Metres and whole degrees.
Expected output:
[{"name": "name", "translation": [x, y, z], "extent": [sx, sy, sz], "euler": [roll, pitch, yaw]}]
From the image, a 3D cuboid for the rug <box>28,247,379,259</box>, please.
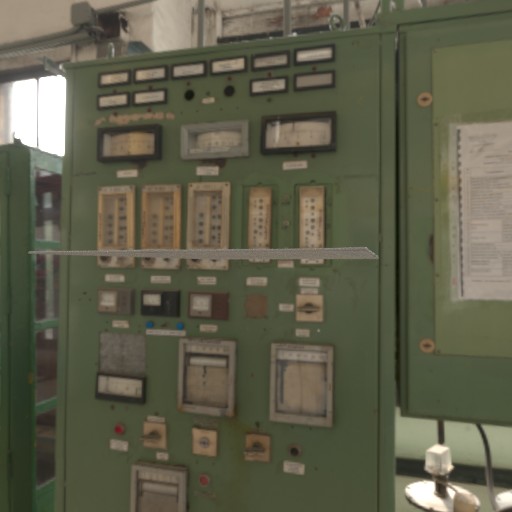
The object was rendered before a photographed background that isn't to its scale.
[{"name": "rug", "translation": [0.000, 0.000, 2.344], "extent": [1.231, 0.012, 1.835], "euler": [0, -1, 17]}]
